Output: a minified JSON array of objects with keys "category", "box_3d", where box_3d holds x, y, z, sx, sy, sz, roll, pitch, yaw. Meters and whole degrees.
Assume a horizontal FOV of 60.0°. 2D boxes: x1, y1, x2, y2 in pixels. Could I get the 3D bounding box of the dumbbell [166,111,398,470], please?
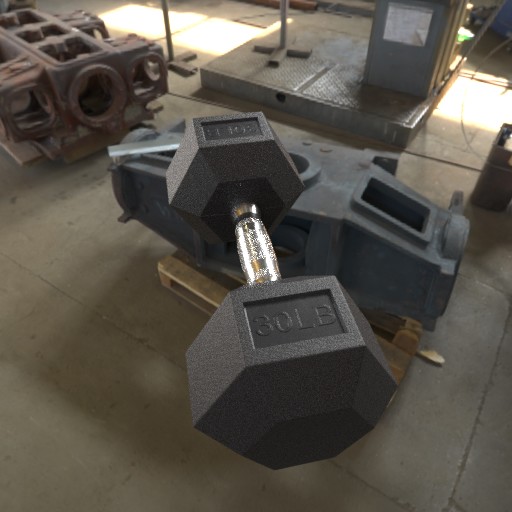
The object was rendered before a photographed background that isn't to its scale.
[{"category":"dumbbell","box_3d":[0.000,0.000,0.395,0.142,0.123,0.337,-8,46,-8]}]
